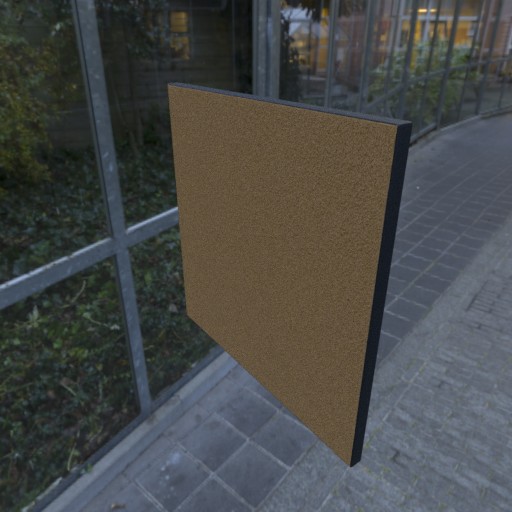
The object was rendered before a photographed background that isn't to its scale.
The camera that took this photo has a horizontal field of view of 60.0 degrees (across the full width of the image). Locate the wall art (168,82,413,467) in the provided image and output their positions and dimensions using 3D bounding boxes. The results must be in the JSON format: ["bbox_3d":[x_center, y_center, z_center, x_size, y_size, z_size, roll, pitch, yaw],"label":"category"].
[{"bbox_3d":[0.000,0.000,0.666,0.022,0.453,0.456,-19,32,-32],"label":"wall art"}]
